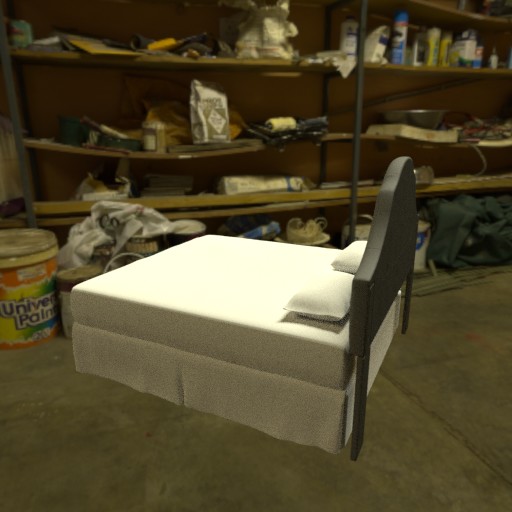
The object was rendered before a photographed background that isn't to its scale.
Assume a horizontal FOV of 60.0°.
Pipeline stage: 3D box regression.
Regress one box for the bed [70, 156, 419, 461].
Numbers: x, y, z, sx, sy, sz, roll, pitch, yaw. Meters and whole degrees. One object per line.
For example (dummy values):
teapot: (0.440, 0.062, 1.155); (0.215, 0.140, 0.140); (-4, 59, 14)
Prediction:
bed: (0.000, 0.000, 3.565); (2.214, 1.615, 2.008); (8, 18, 25)
